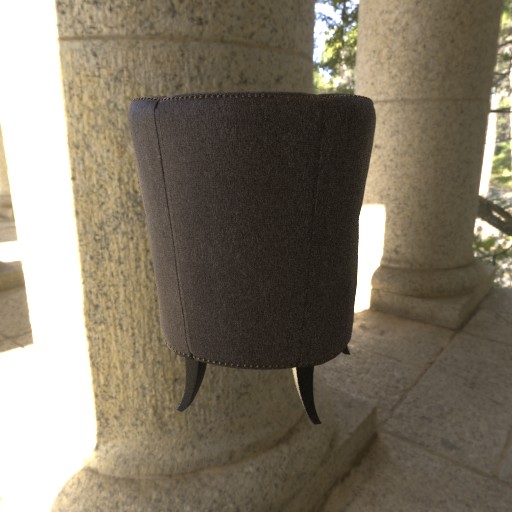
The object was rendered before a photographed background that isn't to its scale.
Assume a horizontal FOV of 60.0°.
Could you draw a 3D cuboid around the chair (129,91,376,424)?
[{"bbox_3d":[0.000,0.000,1.599,0.759,1.060,0.758,2,15,8],"label":"chair"}]
